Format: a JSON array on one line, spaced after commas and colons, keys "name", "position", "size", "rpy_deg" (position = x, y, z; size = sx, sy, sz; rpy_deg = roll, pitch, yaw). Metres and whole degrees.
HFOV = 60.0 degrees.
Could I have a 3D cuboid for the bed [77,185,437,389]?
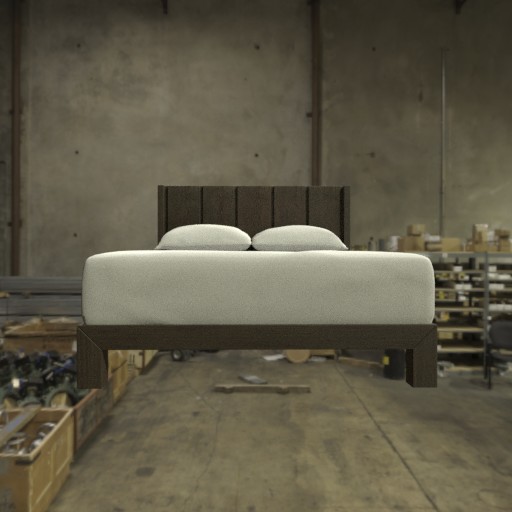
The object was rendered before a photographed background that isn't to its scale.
[{"name": "bed", "position": [0.000, 0.000, 3.112], "size": [1.735, 1.261, 1.992], "rpy_deg": [0, 0, -1]}]
